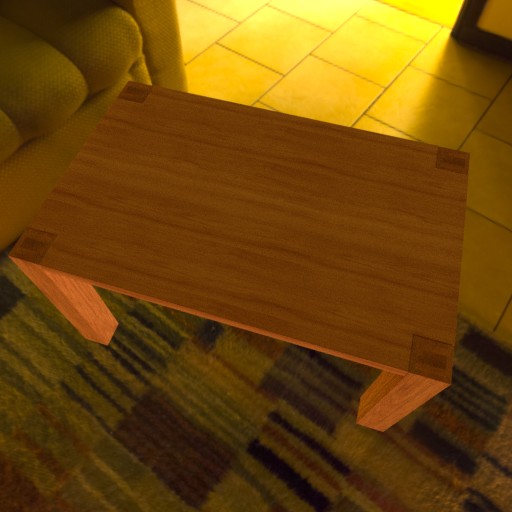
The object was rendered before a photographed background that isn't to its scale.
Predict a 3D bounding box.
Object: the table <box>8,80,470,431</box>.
[{"bbox_3d":[0.000,0.000,1.867,1.400,0.760,0.900,15,60,9],"label":"table"}]
